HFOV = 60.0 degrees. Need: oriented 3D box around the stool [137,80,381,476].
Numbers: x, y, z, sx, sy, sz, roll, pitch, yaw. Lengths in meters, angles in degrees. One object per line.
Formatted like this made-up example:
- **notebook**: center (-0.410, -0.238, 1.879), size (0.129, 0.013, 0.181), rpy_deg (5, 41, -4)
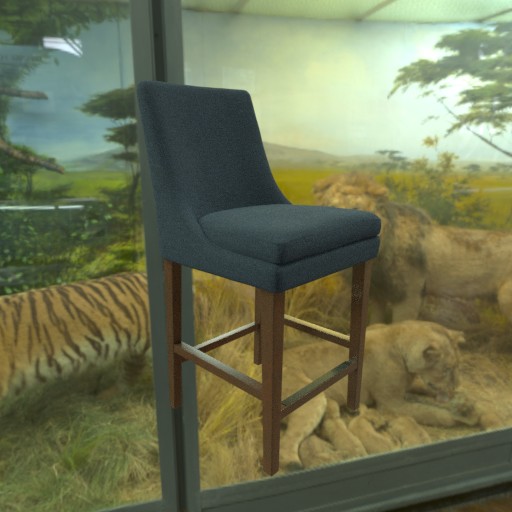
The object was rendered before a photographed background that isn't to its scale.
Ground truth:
- **stool**: center (0.000, 0.000, 1.310), size (0.577, 0.981, 0.470), rpy_deg (14, 20, 42)
